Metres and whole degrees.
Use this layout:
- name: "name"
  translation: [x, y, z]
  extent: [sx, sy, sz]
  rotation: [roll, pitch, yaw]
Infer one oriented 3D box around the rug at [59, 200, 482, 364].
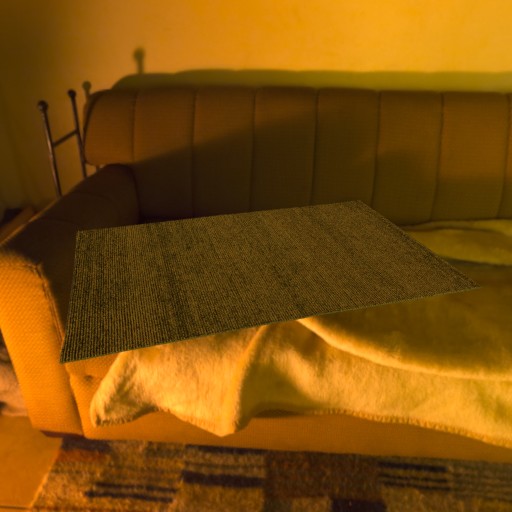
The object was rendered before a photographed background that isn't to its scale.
- name: "rug"
  translation: [0.000, 0.000, 2.239]
  extent: [1.777, 0.021, 1.145]
  rotation: [-8, 29, -14]
